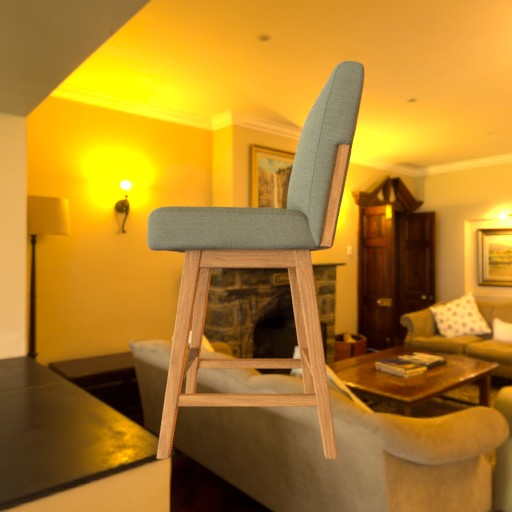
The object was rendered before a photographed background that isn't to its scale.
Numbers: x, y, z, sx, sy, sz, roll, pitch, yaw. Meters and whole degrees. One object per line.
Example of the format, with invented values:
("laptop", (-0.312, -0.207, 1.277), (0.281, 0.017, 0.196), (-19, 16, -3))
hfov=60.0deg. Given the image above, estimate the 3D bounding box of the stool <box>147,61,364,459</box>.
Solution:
("stool", (0.000, 0.000, 1.338), (0.570, 1.019, 0.459), (0, 0, 0))
